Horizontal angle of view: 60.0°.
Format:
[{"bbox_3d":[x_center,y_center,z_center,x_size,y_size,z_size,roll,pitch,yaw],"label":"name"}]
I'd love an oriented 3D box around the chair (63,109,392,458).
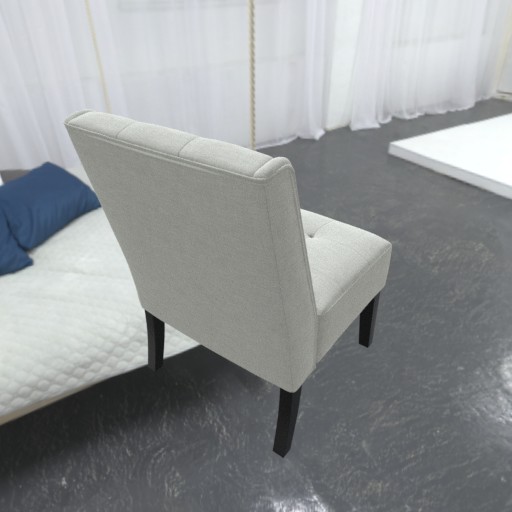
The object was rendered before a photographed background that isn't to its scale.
[{"bbox_3d":[0.000,0.000,1.259,0.569,0.853,0.676,22,38,31],"label":"chair"}]
